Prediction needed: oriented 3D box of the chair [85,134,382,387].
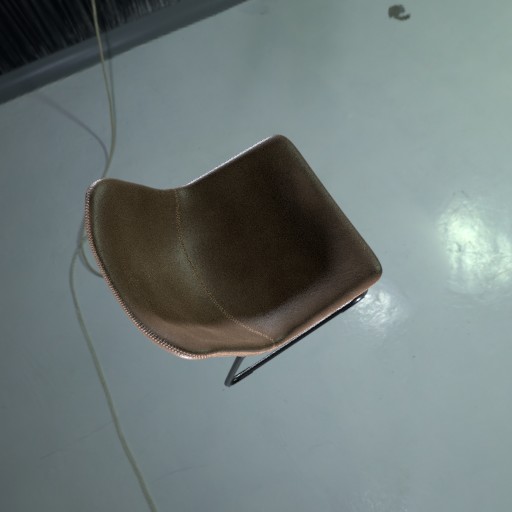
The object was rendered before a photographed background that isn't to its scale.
[{"bbox_3d":[0.000,0.000,1.099,0.551,0.780,0.460,-32,77,-8],"label":"chair"}]
